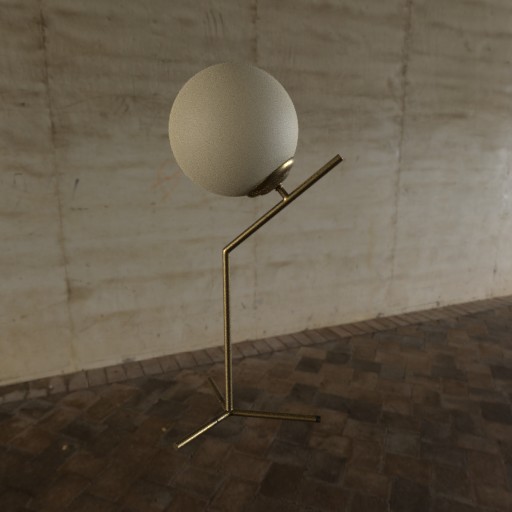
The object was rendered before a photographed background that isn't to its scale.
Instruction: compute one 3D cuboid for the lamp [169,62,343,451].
[{"bbox_3d":[0.000,0.000,0.679,0.251,0.552,0.210,2,13,8],"label":"lamp"}]
